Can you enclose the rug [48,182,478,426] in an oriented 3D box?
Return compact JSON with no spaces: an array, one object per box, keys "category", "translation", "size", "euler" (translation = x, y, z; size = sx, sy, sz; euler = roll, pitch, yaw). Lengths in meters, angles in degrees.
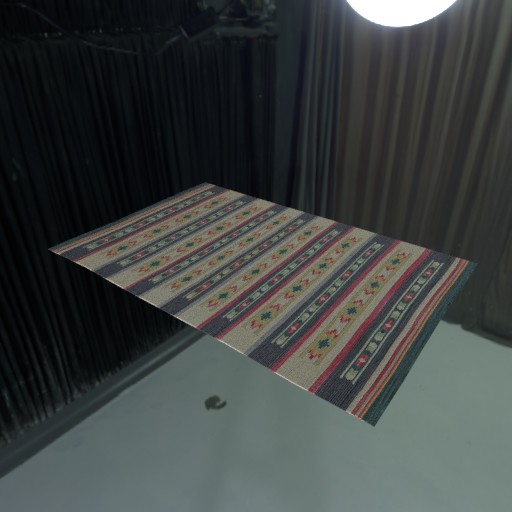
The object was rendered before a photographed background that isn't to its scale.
[{"category":"rug","translation":[0.000,0.000,2.837],"size":[2.311,0.010,1.522],"euler":[21,36,32]}]
